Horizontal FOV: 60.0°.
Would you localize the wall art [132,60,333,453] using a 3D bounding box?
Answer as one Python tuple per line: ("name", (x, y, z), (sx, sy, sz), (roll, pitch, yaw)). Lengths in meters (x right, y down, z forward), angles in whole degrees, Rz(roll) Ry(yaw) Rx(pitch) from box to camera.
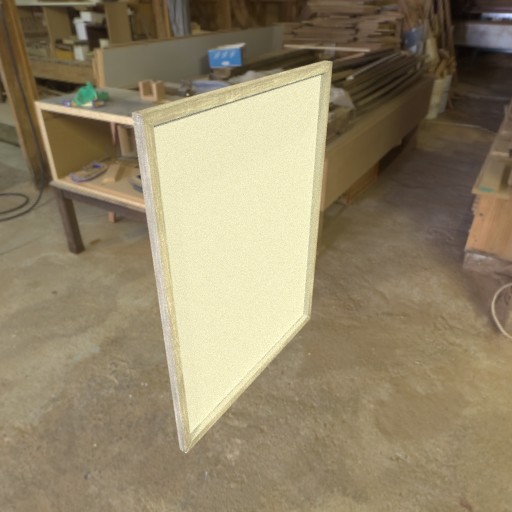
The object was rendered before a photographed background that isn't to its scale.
("wall art", (0.000, 0.000, 1.368), (0.035, 1.022, 0.781), (20, 37, 29))
